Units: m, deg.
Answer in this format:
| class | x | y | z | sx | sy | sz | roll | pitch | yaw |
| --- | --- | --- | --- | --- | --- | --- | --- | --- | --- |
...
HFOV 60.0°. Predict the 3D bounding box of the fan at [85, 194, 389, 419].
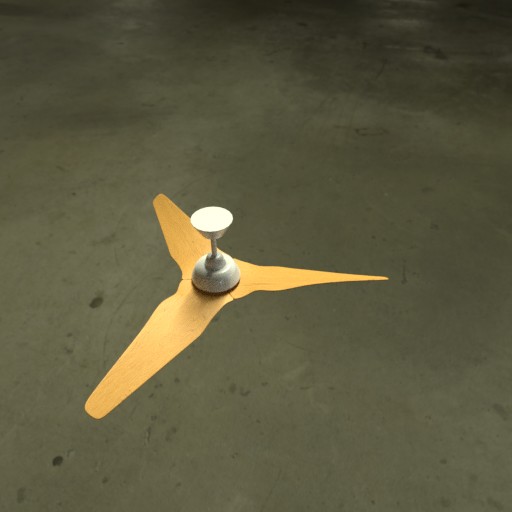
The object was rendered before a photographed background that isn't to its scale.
| class | x | y | z | sx | sy | sz | roll | pitch | yaw |
| --- | --- | --- | --- | --- | --- | --- | --- | --- | --- |
| fan | 0.000 | 0.000 | 1.639 | 1.010 | 0.355 | 1.142 | -1 | 41 | -1 |
